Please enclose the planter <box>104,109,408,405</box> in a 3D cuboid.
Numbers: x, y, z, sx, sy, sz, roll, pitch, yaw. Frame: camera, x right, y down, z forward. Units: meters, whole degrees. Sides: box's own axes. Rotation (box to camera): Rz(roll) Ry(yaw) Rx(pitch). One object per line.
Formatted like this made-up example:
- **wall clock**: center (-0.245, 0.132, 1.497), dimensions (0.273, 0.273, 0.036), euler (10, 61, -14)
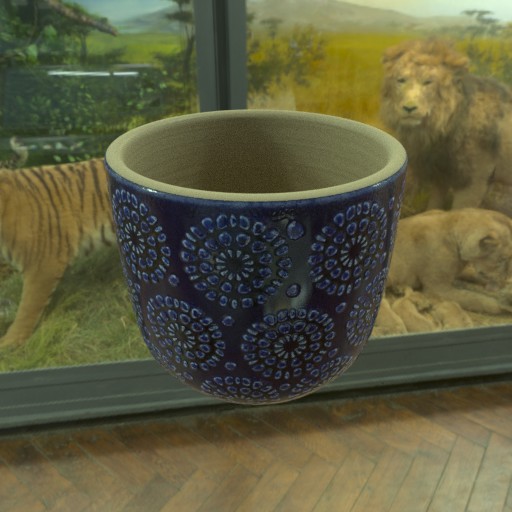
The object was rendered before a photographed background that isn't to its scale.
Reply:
- **planter**: center (0.000, 0.000, 0.285), dimensions (0.165, 0.149, 0.165), euler (0, 31, 0)
